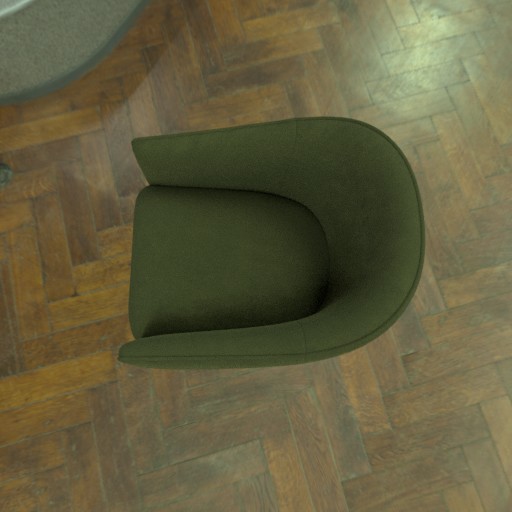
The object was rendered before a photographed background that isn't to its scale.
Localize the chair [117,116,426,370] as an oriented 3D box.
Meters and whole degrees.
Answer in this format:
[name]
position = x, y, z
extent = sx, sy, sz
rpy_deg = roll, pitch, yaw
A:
[chair]
position = 0.000, 0.000, 1.513
extent = 0.875, 0.799, 0.747
rpy_deg = -1, 75, 0
